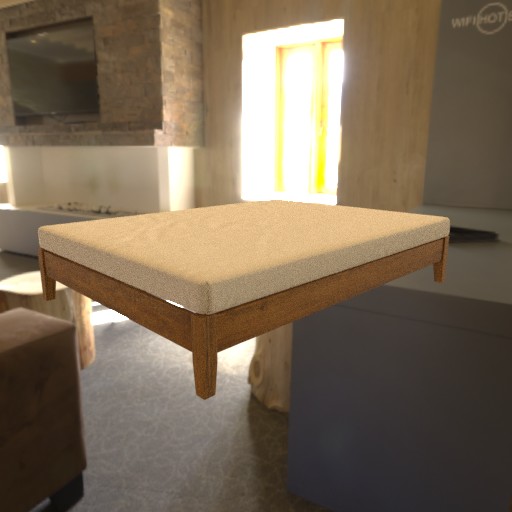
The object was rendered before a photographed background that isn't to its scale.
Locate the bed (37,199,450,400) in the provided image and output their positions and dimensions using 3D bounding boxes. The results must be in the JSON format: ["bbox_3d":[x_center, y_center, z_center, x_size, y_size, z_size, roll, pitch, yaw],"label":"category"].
[{"bbox_3d":[0.000,0.000,2.715,2.016,0.431,1.536,-13,19,-43],"label":"bed"}]
